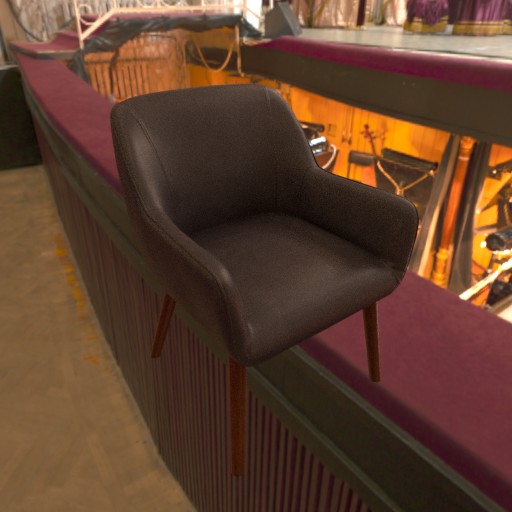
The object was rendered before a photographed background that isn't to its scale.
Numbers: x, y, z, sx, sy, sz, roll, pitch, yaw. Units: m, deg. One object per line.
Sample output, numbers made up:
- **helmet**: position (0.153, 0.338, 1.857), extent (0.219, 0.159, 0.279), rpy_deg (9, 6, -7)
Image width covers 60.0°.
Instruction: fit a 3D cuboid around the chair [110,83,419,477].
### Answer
- **chair**: position (0.000, 0.000, 1.240), extent (0.610, 0.828, 0.610), rpy_deg (-20, 35, -32)
